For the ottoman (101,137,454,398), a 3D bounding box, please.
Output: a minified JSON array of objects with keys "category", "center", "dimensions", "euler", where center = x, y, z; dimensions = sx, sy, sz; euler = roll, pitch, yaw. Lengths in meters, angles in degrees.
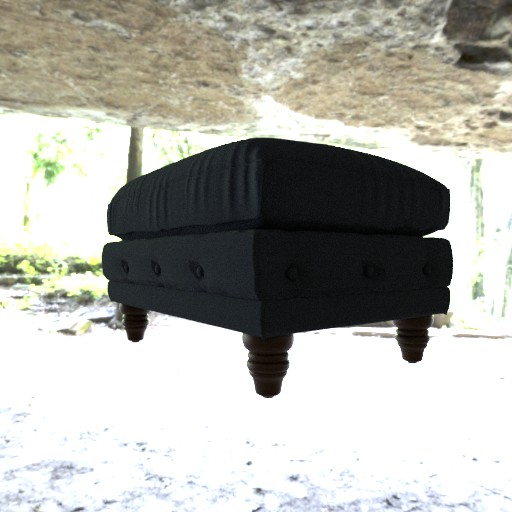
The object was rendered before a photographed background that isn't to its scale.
[{"category":"ottoman","center":[0.000,0.000,1.135],"dimensions":[0.558,0.486,0.767],"euler":[0,0,-36]}]
